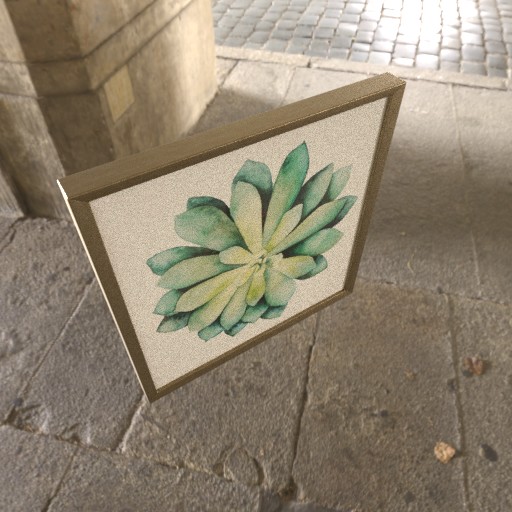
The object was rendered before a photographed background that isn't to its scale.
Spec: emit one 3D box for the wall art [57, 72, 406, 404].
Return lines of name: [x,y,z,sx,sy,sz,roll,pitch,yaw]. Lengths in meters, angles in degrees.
wall art: [0.000,0.000,0.762,0.503,0.506,0.040,-25,52,-21]
